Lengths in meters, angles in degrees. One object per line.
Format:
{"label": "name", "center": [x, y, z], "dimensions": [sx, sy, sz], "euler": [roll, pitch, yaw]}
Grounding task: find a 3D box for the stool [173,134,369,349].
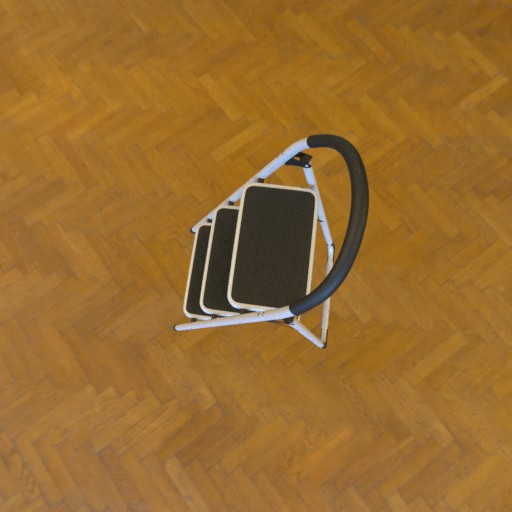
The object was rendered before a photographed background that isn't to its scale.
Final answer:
{"label": "stool", "center": [0.000, 0.000, 1.471], "dimensions": [0.676, 1.109, 0.485], "euler": [7, 76, 2]}
